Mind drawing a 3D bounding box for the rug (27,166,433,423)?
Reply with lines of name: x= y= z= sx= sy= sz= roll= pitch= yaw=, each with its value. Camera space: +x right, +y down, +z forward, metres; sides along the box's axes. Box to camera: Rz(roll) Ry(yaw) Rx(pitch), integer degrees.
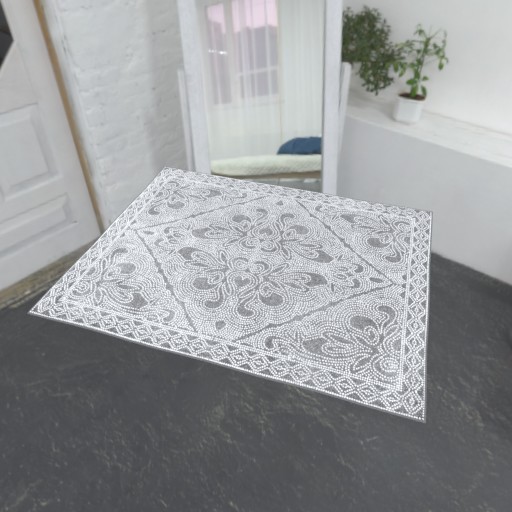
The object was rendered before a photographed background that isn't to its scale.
rug: x=0.000 y=0.000 z=4.020 sx=3.048 sy=0.012 sz=2.438 roll=12 pitch=43 yaw=14
